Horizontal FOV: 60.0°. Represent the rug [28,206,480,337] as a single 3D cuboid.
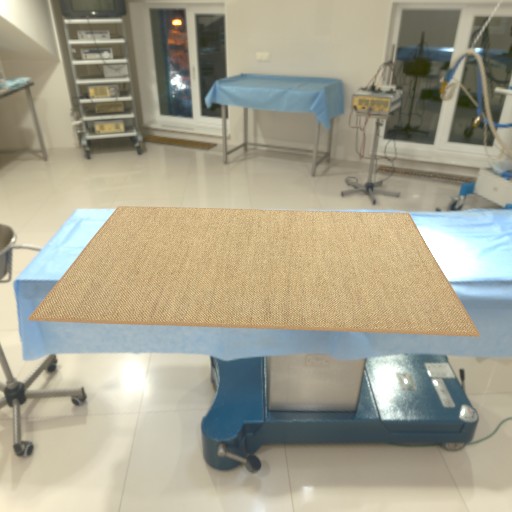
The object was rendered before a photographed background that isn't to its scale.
[{"bbox_3d":[0.000,0.000,2.078,1.668,0.012,1.061,2,30,3],"label":"rug"}]
